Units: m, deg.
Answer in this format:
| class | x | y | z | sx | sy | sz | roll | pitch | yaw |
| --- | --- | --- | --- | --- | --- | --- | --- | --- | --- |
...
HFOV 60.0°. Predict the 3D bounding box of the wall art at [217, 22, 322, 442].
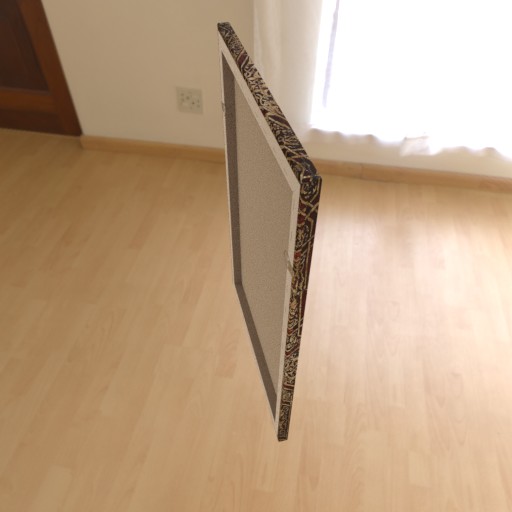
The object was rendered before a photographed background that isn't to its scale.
| class | x | y | z | sx | sy | sz | roll | pitch | yaw |
| --- | --- | --- | --- | --- | --- | --- | --- | --- | --- |
| wall art | 0.000 | 0.000 | 0.741 | 0.020 | 0.599 | 0.397 | -11 | 48 | -10 |
